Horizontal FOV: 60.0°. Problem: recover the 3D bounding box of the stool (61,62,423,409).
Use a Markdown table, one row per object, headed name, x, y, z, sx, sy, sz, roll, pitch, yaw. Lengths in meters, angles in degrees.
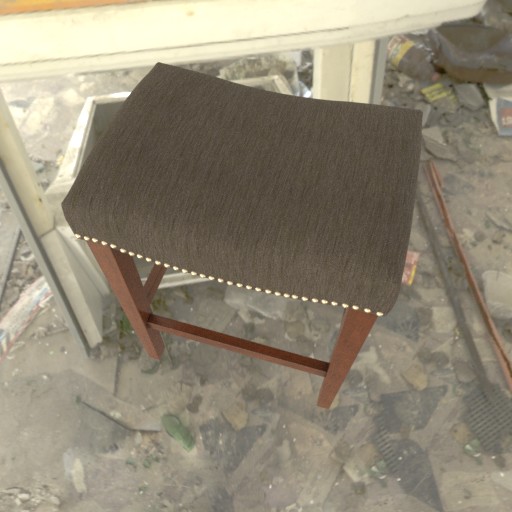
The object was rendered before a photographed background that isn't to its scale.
| name | x | y | z | sx | sy | sz | roll | pitch | yaw |
| --- | --- | --- | --- | --- | --- | --- | --- | --- | --- |
| stool | 0.000 | 0.000 | 0.949 | 0.504 | 0.654 | 0.372 | 14 | 58 | 9 |
